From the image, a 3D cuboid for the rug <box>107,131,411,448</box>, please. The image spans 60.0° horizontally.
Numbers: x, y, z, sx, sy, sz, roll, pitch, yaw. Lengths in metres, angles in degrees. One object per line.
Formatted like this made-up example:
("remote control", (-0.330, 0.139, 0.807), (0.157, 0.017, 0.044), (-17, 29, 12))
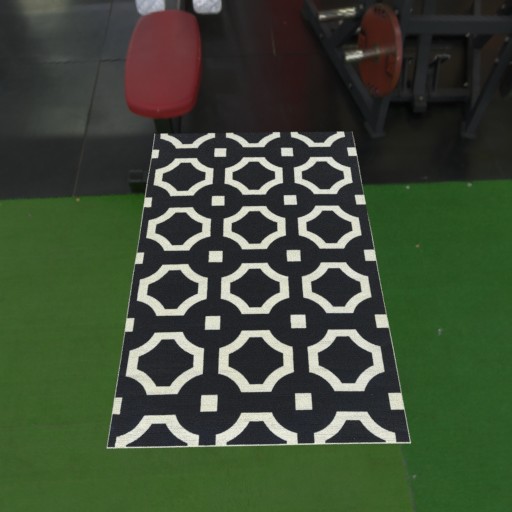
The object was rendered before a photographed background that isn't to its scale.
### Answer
("rug", (0.000, 0.000, 2.868), (1.555, 0.016, 2.286), (-1, 58, 0))
